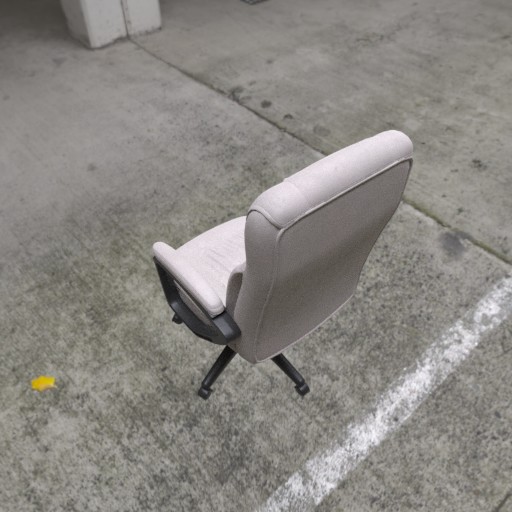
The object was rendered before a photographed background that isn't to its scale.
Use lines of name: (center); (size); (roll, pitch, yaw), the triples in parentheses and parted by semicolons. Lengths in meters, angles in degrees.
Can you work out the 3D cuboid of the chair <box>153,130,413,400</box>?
chair: (0.000, 0.000, 1.558); (0.667, 1.105, 0.724); (-30, 52, -27)
